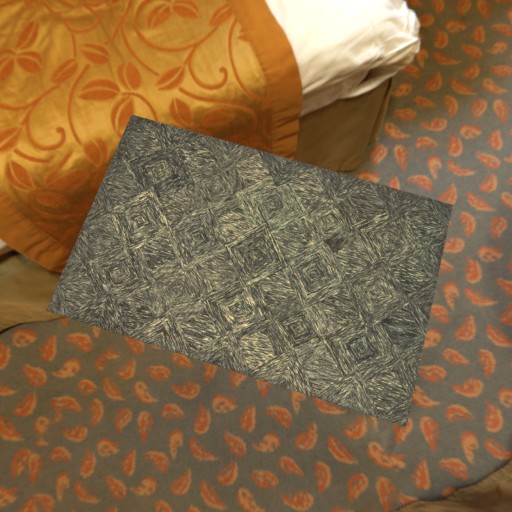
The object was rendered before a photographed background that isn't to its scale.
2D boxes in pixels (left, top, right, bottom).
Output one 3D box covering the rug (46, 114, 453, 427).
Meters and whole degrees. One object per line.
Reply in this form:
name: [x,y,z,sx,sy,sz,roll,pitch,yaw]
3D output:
rug: [0.000,0.000,2.906,2.330,0.017,1.478,17,75,4]
